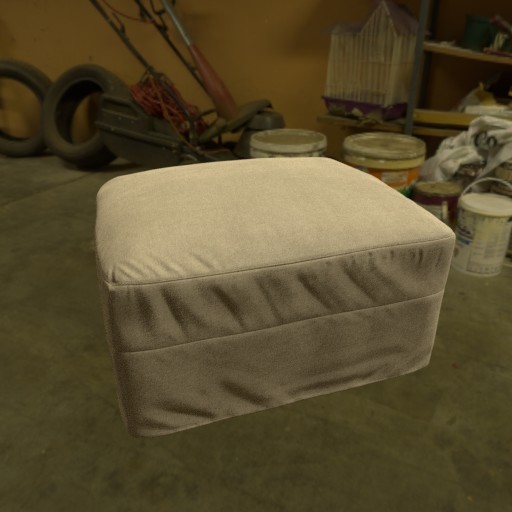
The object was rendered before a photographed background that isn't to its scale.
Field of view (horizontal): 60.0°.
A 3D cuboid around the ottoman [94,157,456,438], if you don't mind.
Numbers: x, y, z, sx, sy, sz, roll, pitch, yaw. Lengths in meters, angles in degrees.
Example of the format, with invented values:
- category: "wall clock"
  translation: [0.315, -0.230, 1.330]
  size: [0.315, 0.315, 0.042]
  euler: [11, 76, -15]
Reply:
- category: "ottoman"
  translation: [0.000, 0.000, 1.254]
  size: [0.837, 0.481, 0.683]
  euler: [-8, 28, -16]
